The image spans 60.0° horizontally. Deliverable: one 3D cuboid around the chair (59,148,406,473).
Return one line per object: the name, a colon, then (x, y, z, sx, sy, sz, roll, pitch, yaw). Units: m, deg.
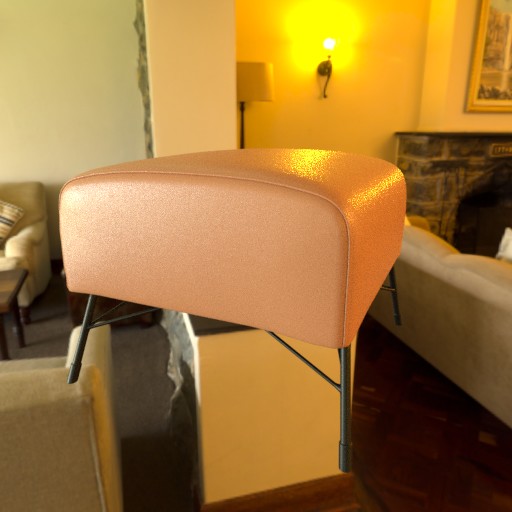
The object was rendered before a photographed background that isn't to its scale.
chair: (0.000, 0.000, 0.880, 0.530, 0.410, 0.530, 8, 18, 24)
